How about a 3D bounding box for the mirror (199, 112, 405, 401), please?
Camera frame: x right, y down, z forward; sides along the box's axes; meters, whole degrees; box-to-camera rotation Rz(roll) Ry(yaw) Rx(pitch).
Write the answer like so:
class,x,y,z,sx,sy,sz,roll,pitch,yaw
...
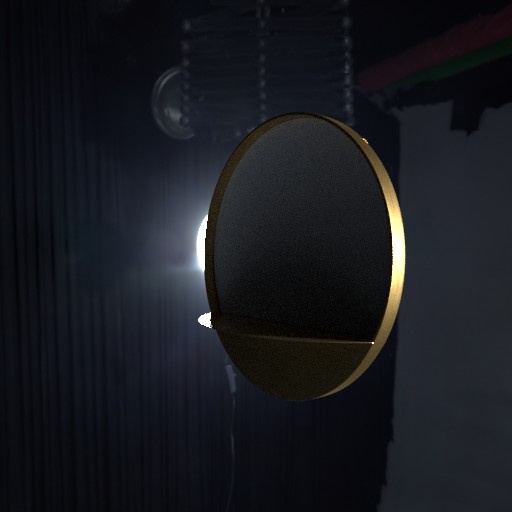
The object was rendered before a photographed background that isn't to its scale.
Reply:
class,x,y,z,sx,sy,sz,roll,pitch,yaw
mirror,0.000,0.000,0.702,0.133,0.457,0.457,0,-1,-37
